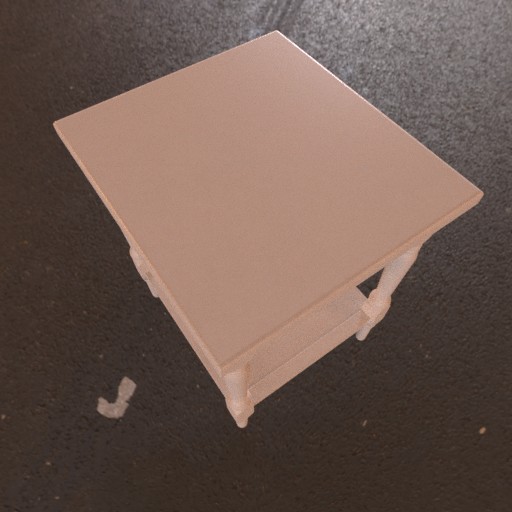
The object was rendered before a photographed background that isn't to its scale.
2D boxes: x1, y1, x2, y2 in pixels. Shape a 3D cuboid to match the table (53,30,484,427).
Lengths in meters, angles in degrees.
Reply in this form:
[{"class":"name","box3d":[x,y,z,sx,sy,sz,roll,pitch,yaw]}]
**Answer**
[{"class":"table","box3d":[0.000,0.000,0.896,0.442,0.565,0.488,-31,63,-18]}]
